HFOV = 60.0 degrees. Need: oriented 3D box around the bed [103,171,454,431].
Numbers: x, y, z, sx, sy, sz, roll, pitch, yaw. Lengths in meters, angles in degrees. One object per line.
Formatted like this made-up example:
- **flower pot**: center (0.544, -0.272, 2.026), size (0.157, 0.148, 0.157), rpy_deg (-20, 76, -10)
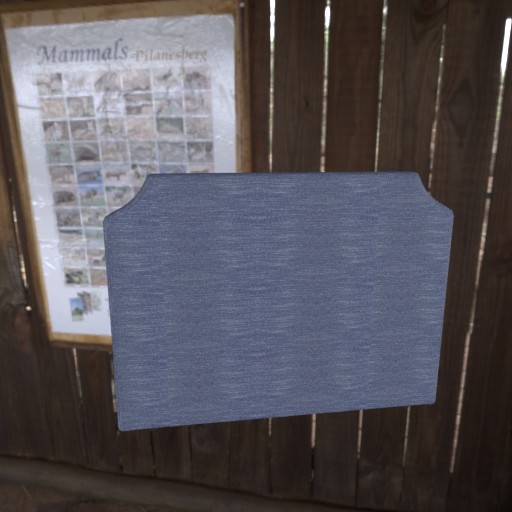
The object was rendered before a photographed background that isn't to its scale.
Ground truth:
- **bed**: center (0.000, 0.000, 3.176), size (1.693, 1.290, 2.116), rpy_deg (-2, 14, -8)
